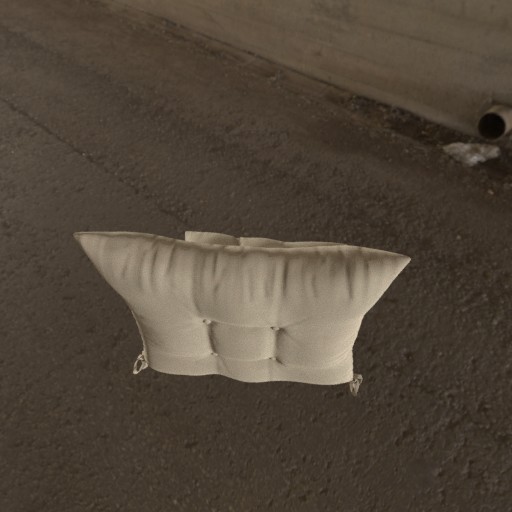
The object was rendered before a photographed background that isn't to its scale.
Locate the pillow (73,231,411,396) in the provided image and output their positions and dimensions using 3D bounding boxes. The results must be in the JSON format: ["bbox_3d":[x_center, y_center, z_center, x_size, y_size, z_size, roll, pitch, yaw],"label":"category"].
[{"bbox_3d":[0.000,0.000,1.011,0.541,0.536,0.585,4,45,4],"label":"pillow"}]
